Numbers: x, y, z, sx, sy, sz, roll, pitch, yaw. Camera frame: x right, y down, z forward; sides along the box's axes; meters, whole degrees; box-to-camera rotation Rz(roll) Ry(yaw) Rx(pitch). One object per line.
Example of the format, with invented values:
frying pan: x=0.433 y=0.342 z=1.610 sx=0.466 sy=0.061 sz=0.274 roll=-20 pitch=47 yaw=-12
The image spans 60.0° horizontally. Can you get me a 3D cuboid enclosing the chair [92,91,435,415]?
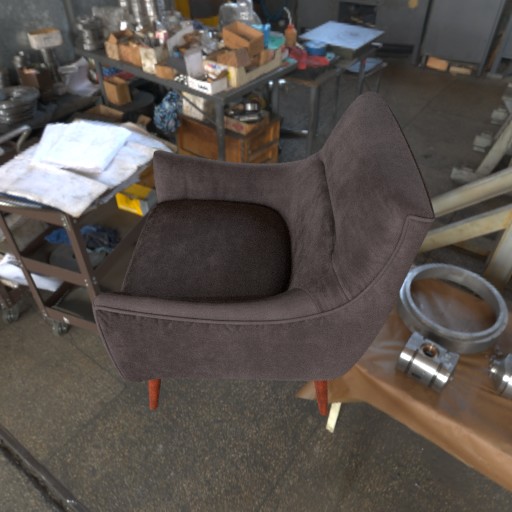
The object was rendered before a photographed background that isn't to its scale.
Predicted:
chair: x=0.000 y=0.000 z=1.394 sx=0.787 sy=0.838 sz=0.762 roll=1 pitch=42 yaw=2
